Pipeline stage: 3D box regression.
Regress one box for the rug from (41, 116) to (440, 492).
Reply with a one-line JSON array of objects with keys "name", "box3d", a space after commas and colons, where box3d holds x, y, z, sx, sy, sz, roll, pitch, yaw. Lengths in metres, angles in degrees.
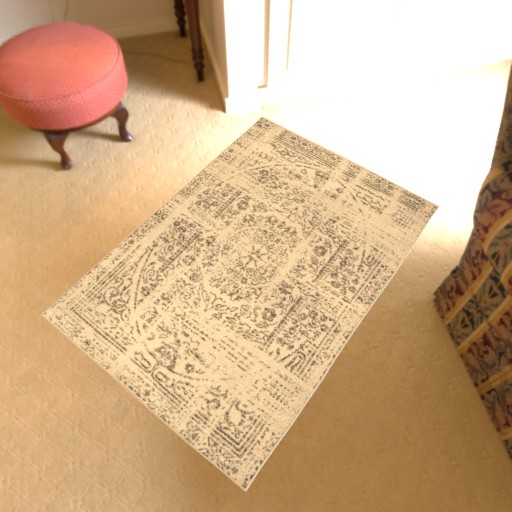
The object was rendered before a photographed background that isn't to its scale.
[{"name": "rug", "box3d": [0.000, 0.000, 3.138, 1.706, 0.026, 2.438, 32, 63, 19]}]
